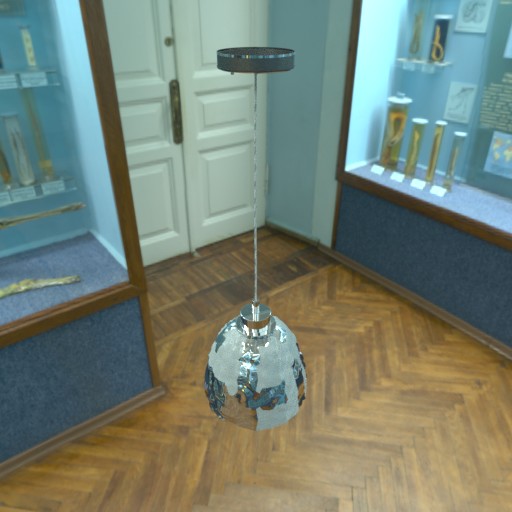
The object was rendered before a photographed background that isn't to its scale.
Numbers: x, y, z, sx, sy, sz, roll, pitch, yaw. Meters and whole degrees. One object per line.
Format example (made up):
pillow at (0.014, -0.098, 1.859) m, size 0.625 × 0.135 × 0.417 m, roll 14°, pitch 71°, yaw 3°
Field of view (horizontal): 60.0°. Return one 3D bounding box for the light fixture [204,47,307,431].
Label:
light fixture at (0.000, 0.000, 1.791) m, size 0.496 × 1.511 × 0.500 m, roll -20°, pitch 36°, yaw -30°
